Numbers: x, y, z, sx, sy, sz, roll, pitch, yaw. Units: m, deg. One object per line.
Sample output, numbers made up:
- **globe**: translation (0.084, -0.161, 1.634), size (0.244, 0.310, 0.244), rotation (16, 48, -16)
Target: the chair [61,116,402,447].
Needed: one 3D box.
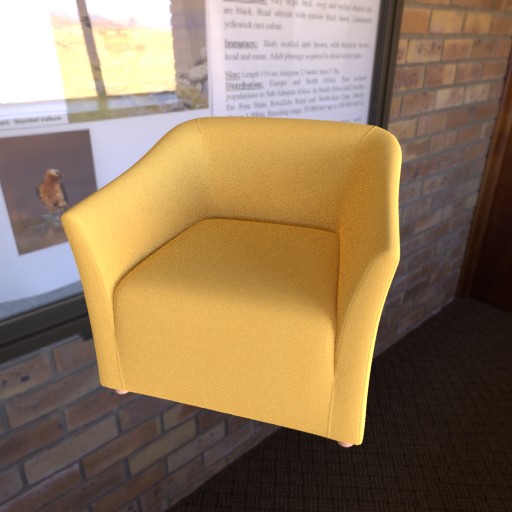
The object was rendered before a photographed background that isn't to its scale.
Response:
- **chair**: translation (0.000, 0.000, 1.349), size (0.790, 0.720, 0.700), rotation (7, 27, 15)
